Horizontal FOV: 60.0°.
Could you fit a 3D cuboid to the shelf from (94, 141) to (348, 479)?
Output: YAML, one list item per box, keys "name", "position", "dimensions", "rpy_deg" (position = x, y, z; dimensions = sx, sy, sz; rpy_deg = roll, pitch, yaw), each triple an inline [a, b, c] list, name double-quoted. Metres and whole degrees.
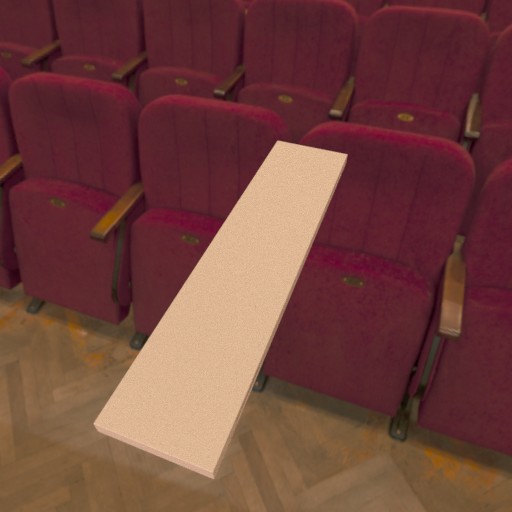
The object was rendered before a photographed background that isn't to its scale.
- name: "shelf"
  position: [0.000, 0.000, 0.661]
  dimensions: [0.140, 0.020, 0.610]
  rpy_deg: [15, 47, 14]
